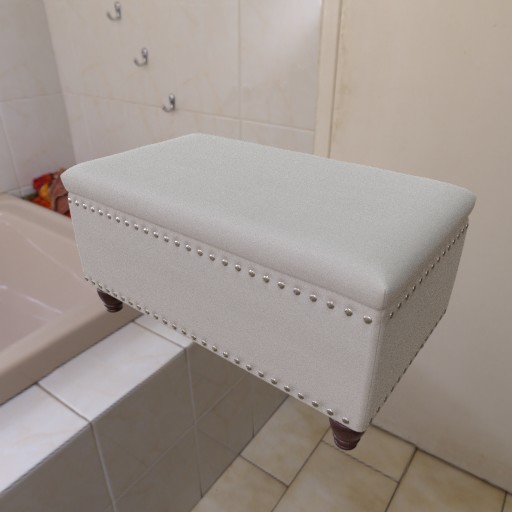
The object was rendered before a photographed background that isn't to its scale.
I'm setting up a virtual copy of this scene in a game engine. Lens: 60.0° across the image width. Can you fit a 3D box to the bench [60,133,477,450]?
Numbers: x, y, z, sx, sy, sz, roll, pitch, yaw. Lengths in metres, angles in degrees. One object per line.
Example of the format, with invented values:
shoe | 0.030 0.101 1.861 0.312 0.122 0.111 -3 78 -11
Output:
bench | 0.000 0.000 1.158 0.887 0.449 0.500 20 35 32
